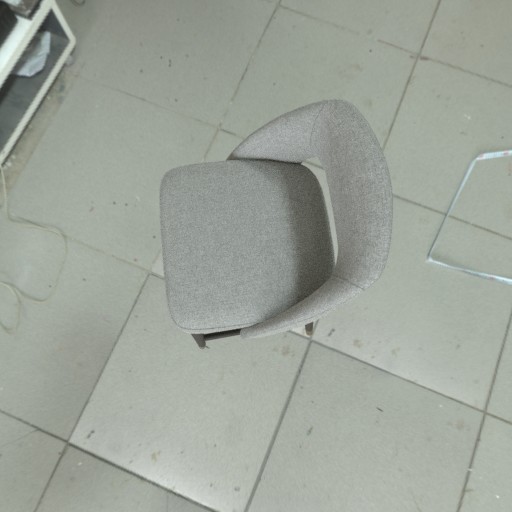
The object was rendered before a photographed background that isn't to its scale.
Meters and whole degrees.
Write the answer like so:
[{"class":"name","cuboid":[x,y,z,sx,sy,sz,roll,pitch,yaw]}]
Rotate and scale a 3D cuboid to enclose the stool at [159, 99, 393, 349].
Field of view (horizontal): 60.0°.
[{"class":"stool","cuboid":[0.000,0.000,1.323,0.509,1.037,0.494,-7,76,-2]}]
